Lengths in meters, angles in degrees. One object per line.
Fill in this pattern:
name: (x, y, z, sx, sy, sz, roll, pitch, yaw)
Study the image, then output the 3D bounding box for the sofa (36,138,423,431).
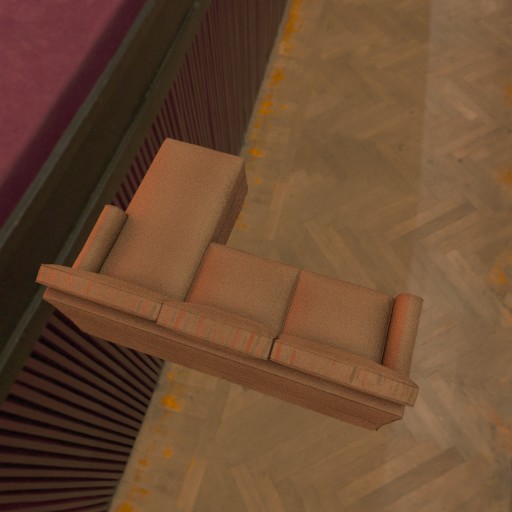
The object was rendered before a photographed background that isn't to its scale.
sofa: (0.000, 0.000, 3.335, 2.475, 0.978, 1.733, 17, 65, 8)
